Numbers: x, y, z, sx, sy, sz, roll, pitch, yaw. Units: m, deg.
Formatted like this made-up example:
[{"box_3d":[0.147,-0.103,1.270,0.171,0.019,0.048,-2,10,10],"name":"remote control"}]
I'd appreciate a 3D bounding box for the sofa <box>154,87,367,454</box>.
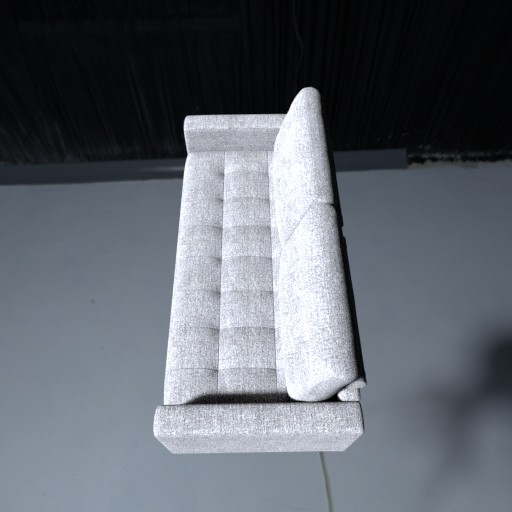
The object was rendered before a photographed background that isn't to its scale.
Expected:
[{"box_3d":[0.000,0.000,2.323,0.863,0.902,1.821,-1,58,0],"name":"sofa"}]
